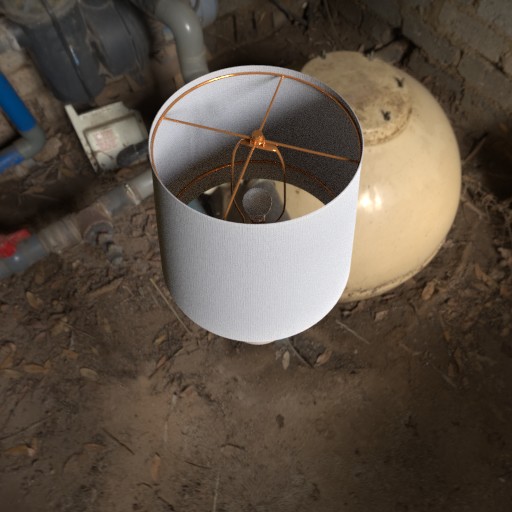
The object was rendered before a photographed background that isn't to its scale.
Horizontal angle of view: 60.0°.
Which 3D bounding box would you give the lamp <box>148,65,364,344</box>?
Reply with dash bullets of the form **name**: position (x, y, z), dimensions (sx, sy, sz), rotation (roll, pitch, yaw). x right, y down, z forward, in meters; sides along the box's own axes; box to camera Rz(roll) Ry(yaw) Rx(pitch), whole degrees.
- **lamp**: position (0.000, 0.000, 0.455), dimensions (0.189, 0.340, 0.189), rotation (0, 60, 0)
